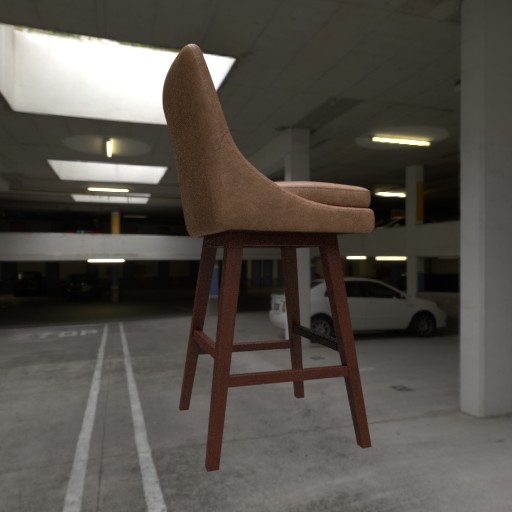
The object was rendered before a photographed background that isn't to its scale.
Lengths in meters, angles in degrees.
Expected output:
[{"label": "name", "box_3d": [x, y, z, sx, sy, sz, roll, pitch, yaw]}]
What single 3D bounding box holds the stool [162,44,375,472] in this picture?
[{"label": "stool", "box_3d": [0.000, 0.000, 1.399, 0.572, 1.079, 0.487, 0, 0, -18]}]
